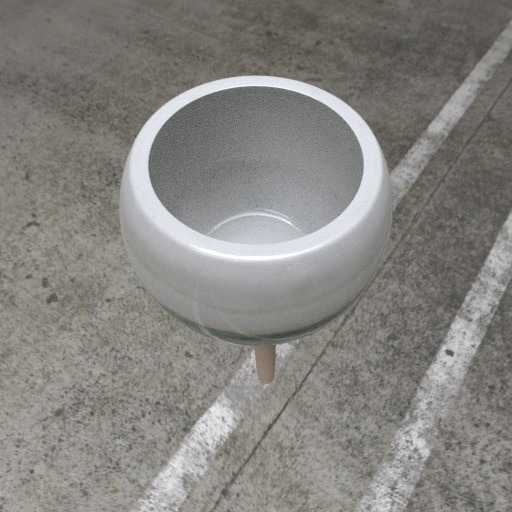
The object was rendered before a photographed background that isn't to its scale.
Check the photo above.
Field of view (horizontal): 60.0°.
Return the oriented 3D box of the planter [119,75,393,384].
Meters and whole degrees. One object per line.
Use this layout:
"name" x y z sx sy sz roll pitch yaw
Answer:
"planter" 0.000 0.000 0.436 0.222 0.278 0.222 0 58 0
